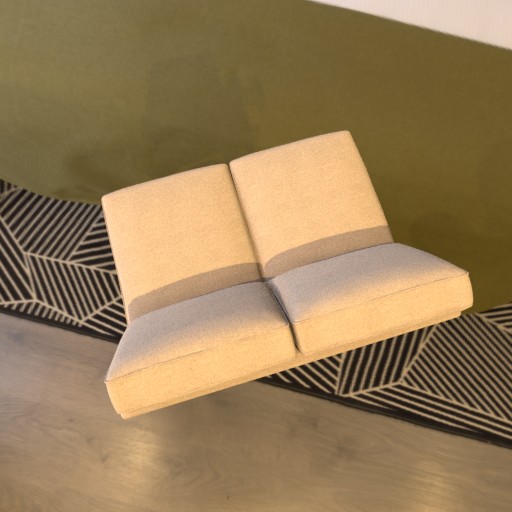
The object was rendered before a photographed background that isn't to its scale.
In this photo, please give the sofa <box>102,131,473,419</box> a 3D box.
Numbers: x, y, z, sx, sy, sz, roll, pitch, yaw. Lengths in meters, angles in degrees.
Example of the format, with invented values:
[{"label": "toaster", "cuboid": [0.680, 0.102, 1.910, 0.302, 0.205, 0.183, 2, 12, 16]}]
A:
[{"label": "sofa", "cuboid": [0.000, 0.000, 1.939, 1.232, 1.006, 0.978, -16, 77, -4]}]
